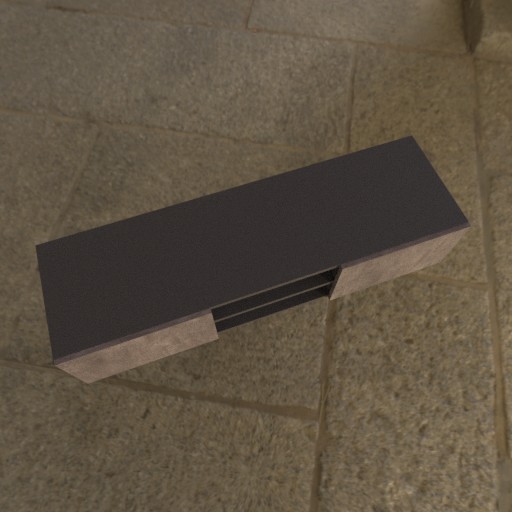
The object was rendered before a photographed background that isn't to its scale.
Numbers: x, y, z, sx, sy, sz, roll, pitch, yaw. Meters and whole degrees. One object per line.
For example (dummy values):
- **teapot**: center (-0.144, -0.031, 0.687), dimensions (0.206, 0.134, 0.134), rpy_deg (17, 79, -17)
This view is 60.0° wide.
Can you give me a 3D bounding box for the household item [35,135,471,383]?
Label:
- **household item**: center (0.000, 0.000, 1.621), dimensions (1.400, 0.310, 0.420), rpy_deg (-18, 65, -9)
